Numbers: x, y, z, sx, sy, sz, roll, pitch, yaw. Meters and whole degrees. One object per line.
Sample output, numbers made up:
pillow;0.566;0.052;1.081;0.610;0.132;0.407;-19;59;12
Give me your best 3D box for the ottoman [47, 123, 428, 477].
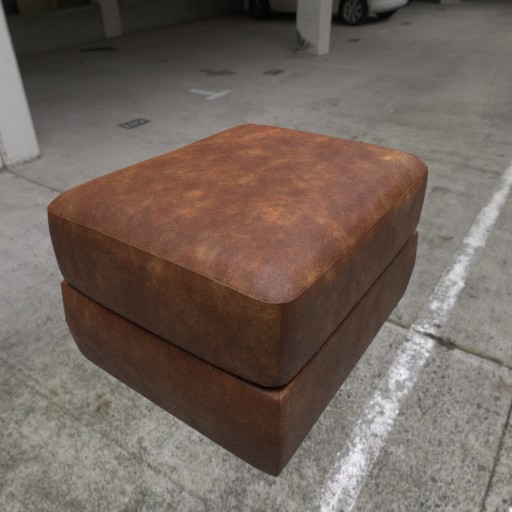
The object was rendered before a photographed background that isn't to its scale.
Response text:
ottoman;0.000;0.000;1.098;0.603;0.476;0.751;20;37;29
